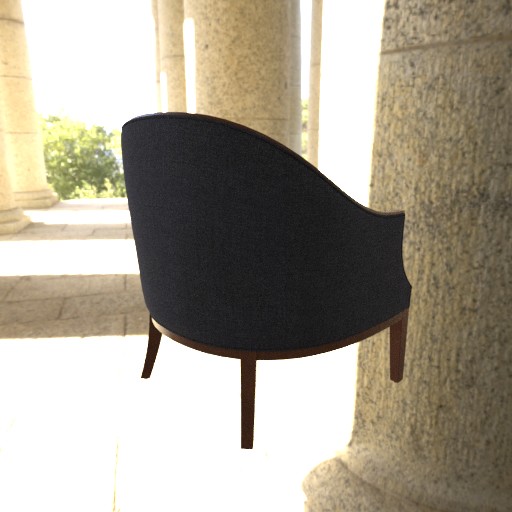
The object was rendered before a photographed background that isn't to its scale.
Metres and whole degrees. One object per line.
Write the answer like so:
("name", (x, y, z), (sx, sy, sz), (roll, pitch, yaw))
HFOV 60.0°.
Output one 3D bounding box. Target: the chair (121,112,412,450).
("chair", (0.000, 0.000, 1.470), (0.735, 0.876, 0.803), (-14, 20, -43))
